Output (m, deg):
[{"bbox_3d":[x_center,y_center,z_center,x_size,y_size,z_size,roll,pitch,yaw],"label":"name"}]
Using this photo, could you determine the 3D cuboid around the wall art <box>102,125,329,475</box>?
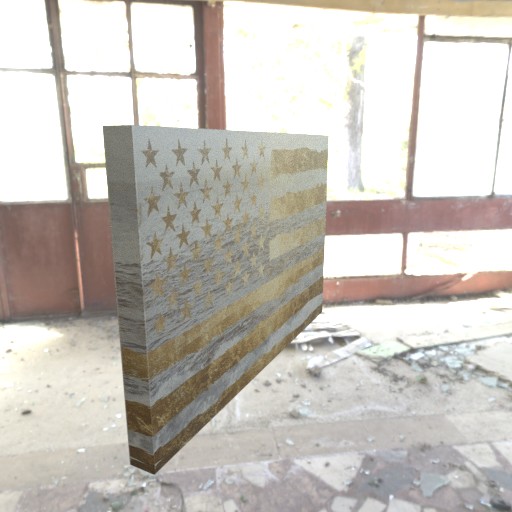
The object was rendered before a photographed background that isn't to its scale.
[{"bbox_3d":[0.000,0.000,0.755,0.041,0.407,0.606,7,16,27],"label":"wall art"}]
